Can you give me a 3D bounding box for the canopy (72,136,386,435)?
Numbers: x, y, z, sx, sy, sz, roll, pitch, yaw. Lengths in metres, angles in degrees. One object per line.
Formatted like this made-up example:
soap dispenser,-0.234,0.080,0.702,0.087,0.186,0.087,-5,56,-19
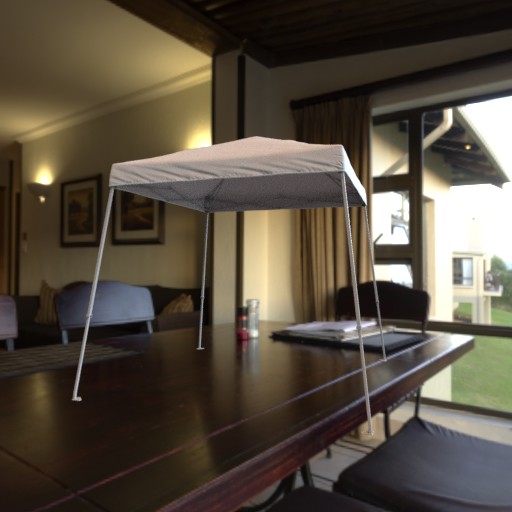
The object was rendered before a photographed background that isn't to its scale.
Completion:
canopy,0.000,0.000,5.256,2.849,2.849,2.848,0,-1,18
